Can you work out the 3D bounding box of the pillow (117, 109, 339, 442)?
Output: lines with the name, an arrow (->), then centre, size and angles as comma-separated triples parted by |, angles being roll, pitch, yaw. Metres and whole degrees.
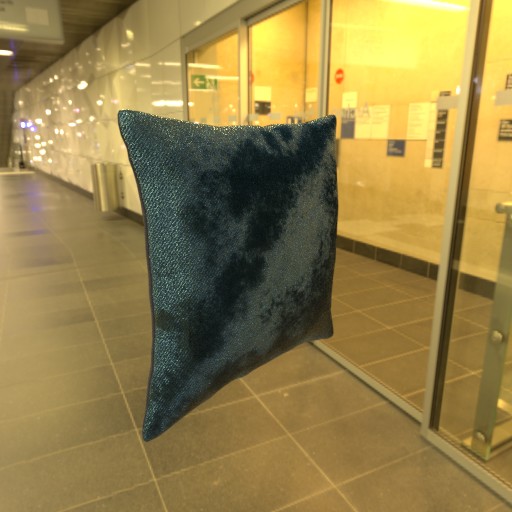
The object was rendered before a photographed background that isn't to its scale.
pillow -> 0.000, 0.000, 0.687 | 0.138, 0.430, 0.436 | 14, 21, 42
